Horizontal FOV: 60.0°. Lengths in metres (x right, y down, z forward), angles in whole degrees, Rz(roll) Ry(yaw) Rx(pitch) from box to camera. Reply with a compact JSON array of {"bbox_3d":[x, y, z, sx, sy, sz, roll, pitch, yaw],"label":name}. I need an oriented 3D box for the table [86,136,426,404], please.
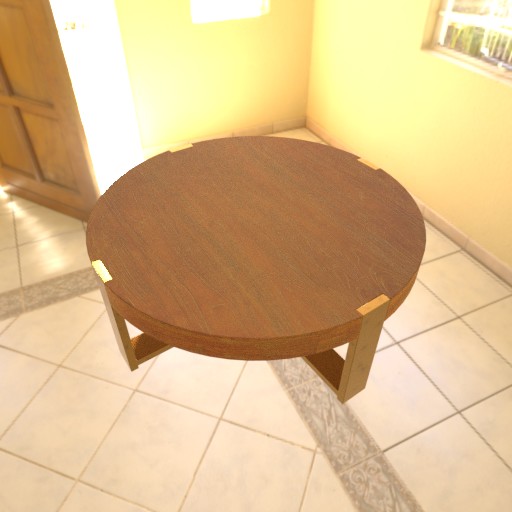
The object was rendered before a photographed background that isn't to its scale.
[{"bbox_3d":[0.000,0.000,1.633,1.100,0.420,1.100,0,41,0],"label":"table"}]
